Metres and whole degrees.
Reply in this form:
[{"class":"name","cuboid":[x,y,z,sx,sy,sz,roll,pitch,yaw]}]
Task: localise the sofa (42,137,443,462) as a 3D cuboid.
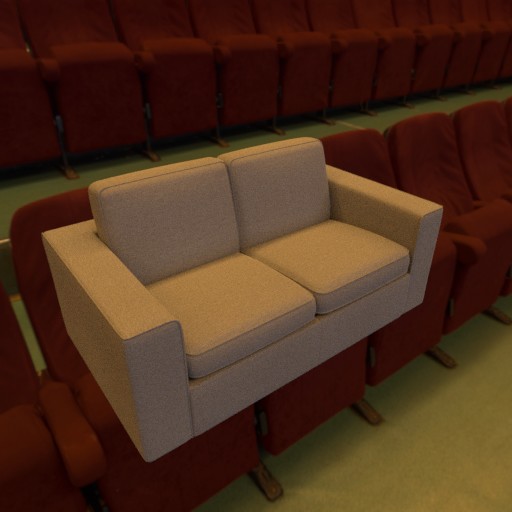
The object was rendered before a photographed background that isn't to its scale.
[{"class":"sofa","cuboid":[0.000,0.000,2.337,1.812,0.924,1.007,-21,36,-32]}]
